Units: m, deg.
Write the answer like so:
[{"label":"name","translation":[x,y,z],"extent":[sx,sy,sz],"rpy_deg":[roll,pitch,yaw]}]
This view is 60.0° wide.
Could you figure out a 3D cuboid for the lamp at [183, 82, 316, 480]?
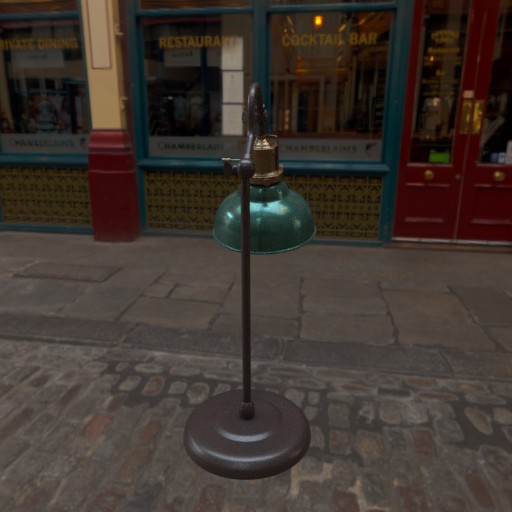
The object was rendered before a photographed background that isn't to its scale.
[{"label":"lamp","translation":[0.000,0.000,0.694],"extent":[0.192,0.508,0.374],"rpy_deg":[2,15,8]}]
